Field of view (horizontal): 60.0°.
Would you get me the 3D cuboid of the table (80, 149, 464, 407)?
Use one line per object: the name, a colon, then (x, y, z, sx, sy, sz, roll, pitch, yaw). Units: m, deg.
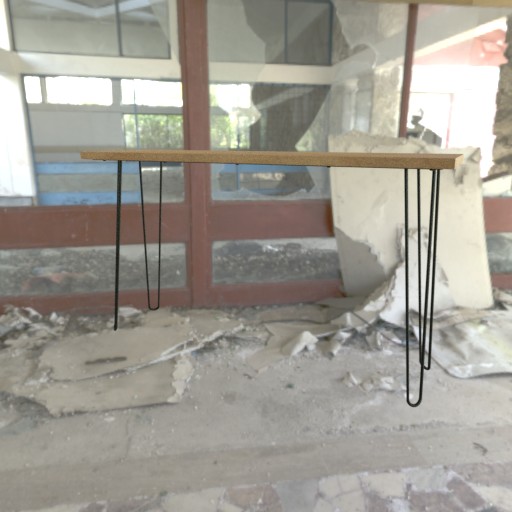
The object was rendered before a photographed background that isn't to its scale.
table: (0.000, 0.000, 1.761, 1.400, 0.799, 0.399, 7, 17, 26)
